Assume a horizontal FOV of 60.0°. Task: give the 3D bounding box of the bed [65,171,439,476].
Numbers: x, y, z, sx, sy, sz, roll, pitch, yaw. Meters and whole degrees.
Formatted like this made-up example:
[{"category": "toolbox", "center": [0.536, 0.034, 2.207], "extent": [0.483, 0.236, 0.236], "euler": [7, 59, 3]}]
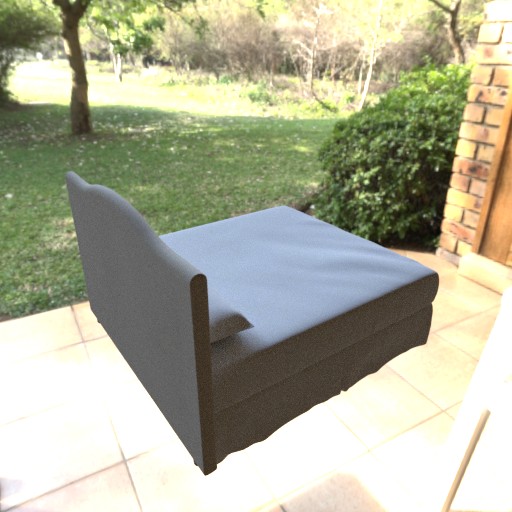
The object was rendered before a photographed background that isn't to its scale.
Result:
[{"category": "bed", "center": [0.000, 0.000, 3.498], "extent": [2.182, 1.421, 2.083], "euler": [-17, 31, -31]}]
